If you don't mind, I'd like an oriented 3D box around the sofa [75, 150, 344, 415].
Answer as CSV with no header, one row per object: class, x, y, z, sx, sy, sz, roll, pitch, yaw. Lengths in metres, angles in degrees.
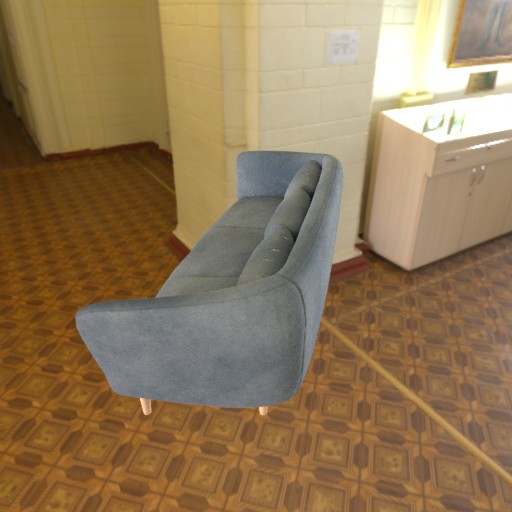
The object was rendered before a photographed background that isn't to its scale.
sofa,0.000,0.000,2.502,0.849,0.795,2.095,7,30,12
